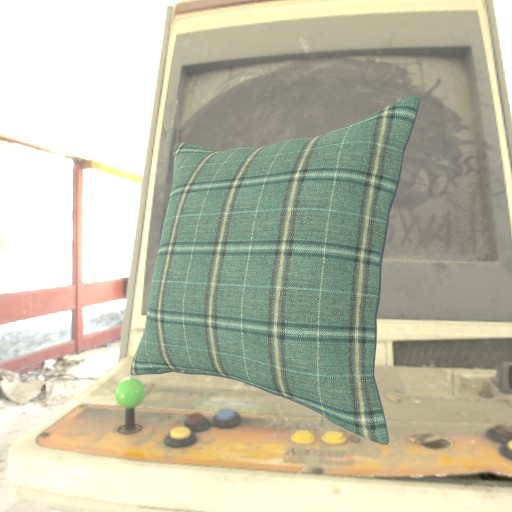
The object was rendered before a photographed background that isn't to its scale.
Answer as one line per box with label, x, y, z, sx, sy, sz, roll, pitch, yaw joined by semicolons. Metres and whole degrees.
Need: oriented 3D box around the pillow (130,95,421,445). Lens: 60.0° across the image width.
pillow;0.000;0.000;0.675;0.453;0.430;0.200;1;1;35
